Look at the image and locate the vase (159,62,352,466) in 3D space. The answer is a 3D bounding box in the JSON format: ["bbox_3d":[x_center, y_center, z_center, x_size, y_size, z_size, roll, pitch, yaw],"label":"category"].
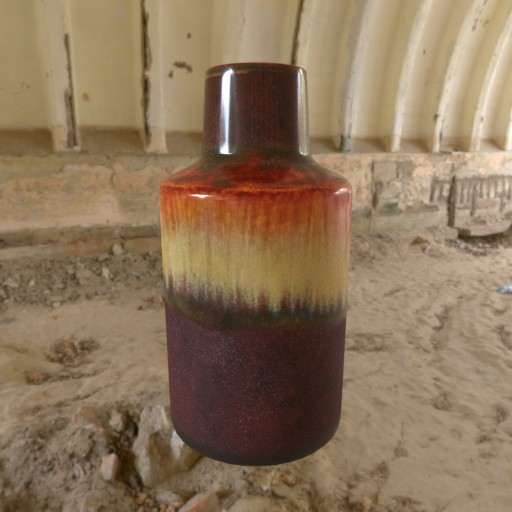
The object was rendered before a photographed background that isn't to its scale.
[{"bbox_3d":[0.000,0.000,0.261,0.108,0.204,0.108,0,14,0],"label":"vase"}]
